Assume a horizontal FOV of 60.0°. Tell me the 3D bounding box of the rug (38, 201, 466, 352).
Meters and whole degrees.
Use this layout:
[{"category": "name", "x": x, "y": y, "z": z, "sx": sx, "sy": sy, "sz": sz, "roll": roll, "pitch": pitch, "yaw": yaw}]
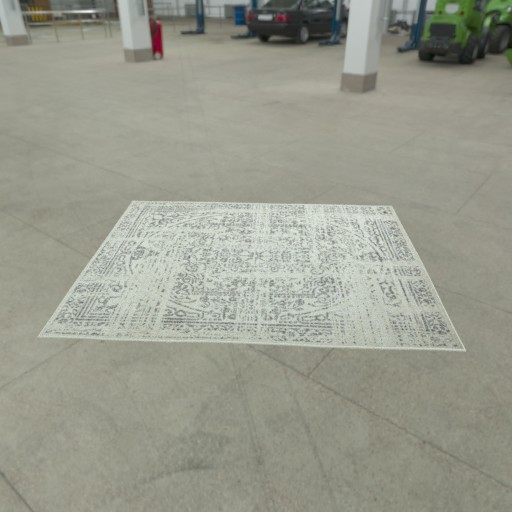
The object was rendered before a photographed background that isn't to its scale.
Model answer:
[{"category": "rug", "x": 0.000, "y": 0.000, "z": 3.974, "sx": 2.921, "sy": 0.032, "sz": 2.311, "roll": 1, "pitch": 31, "yaw": 2}]
